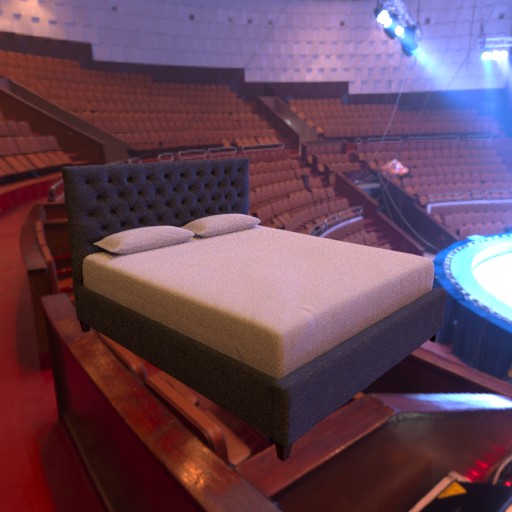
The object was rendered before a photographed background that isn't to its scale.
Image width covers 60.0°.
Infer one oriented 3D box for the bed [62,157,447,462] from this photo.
[{"bbox_3d":[0.000,0.000,3.626,2.387,1.427,2.078,14,21,42],"label":"bed"}]
